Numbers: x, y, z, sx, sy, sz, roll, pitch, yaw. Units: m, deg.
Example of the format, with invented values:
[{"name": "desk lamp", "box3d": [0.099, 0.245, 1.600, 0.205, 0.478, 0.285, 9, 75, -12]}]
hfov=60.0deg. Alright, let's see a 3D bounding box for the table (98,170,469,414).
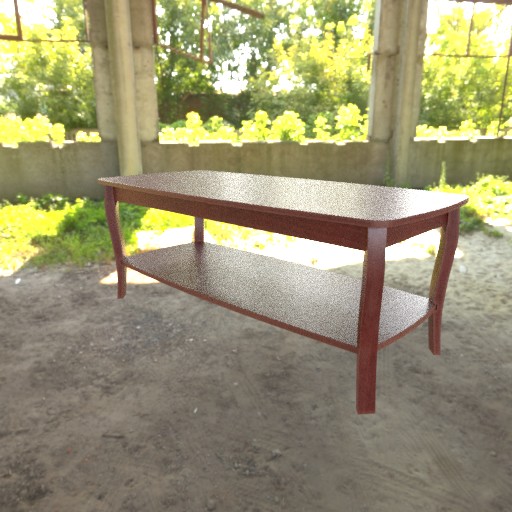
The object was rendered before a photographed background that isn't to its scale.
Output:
[{"name": "table", "box3d": [0.000, 0.000, 1.503, 1.216, 0.473, 0.561, 14, 21, 41]}]
